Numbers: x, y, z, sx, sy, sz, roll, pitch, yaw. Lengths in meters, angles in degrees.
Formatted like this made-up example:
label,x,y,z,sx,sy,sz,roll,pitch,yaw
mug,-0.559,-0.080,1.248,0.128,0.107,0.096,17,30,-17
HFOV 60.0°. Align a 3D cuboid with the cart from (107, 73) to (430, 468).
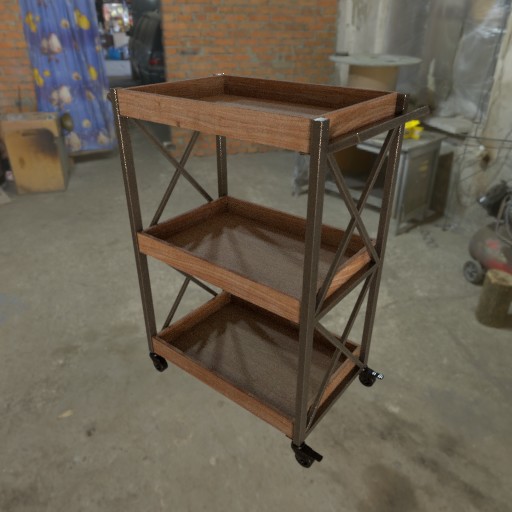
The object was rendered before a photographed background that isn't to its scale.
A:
label,x,y,z,sx,sy,sz,roll,pitch,yaw
cart,0.000,0.000,1.182,0.673,0.835,0.377,21,35,33
